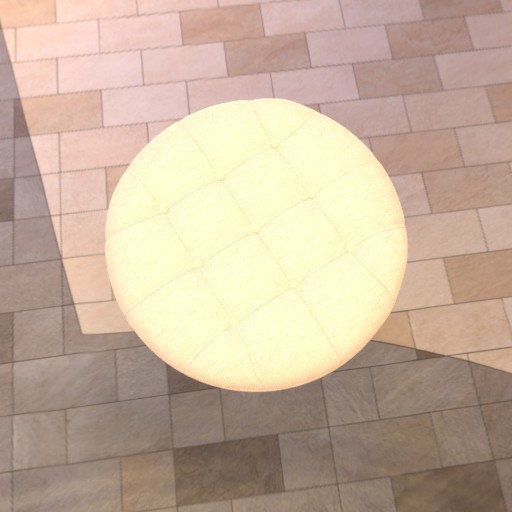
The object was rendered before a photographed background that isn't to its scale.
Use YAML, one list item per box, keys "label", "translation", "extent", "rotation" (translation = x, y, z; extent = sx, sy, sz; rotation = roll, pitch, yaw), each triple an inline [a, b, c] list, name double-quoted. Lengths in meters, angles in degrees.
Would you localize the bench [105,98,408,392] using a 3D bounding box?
- label: "bench"
  translation: [0.000, 0.000, 1.040]
  extent: [0.600, 0.454, 0.600]
  rotation: [0, 75, 0]
